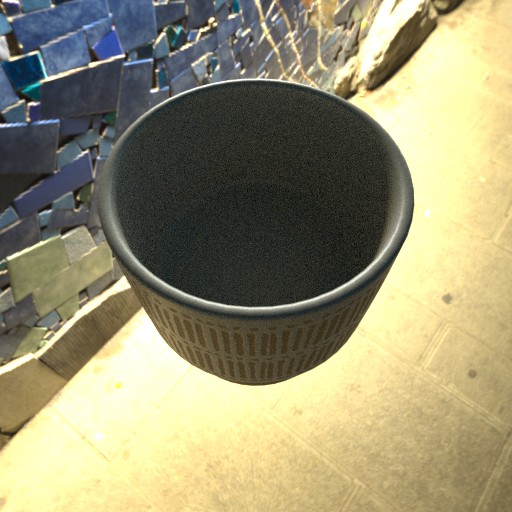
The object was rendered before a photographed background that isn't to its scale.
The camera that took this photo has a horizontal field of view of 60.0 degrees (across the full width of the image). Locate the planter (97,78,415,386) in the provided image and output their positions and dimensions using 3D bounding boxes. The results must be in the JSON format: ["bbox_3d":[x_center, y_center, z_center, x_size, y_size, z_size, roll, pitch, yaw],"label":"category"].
[{"bbox_3d":[0.000,0.000,0.575,0.317,0.303,0.317,0,58,0],"label":"planter"}]
